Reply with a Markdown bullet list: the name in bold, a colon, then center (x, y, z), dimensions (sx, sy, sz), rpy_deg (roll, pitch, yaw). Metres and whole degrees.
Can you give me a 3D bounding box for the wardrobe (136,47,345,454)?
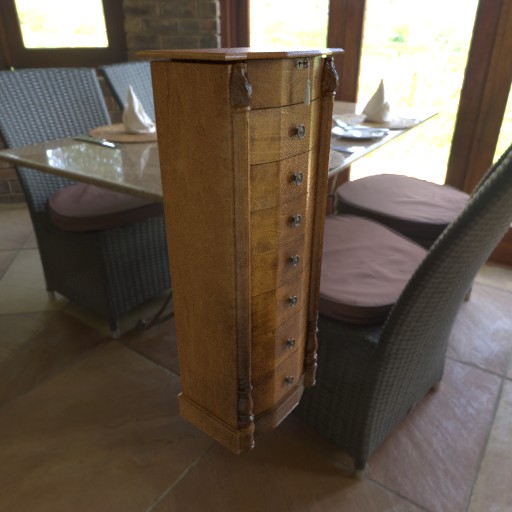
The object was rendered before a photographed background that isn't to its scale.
- **wardrobe**: center (0.000, 0.000, 1.136), dimensions (0.273, 0.959, 0.406), rpy_deg (20, 32, 34)
